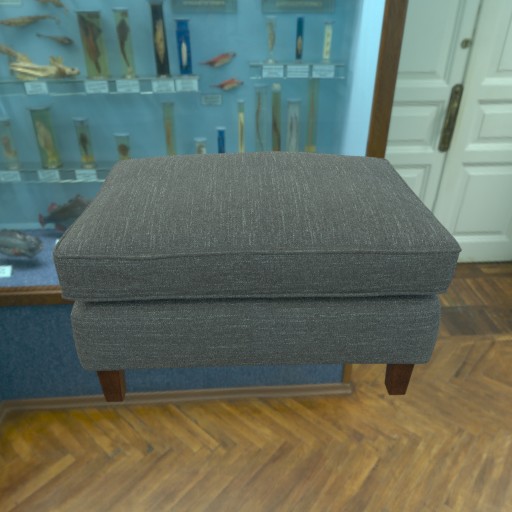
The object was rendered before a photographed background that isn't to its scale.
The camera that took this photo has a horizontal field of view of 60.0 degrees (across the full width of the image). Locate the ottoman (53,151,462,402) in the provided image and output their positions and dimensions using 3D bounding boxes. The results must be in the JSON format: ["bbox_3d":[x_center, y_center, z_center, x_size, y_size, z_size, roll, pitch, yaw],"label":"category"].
[{"bbox_3d":[0.000,0.000,0.979,0.686,0.406,0.508,-1,31,-1],"label":"ottoman"}]
